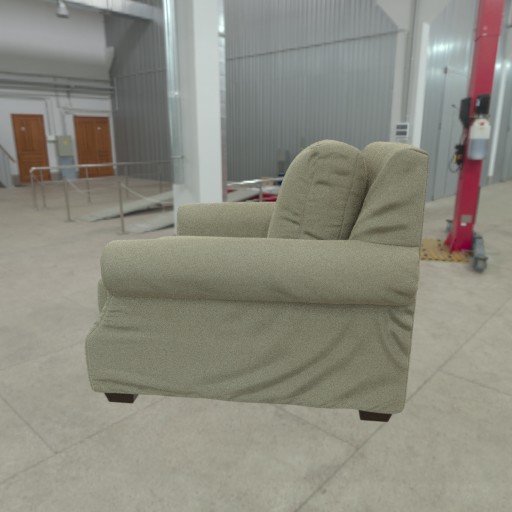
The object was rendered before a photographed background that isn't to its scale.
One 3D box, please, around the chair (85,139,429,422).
[{"bbox_3d":[0.000,0.000,1.702,1.066,0.866,0.940,2,15,7],"label":"chair"}]
